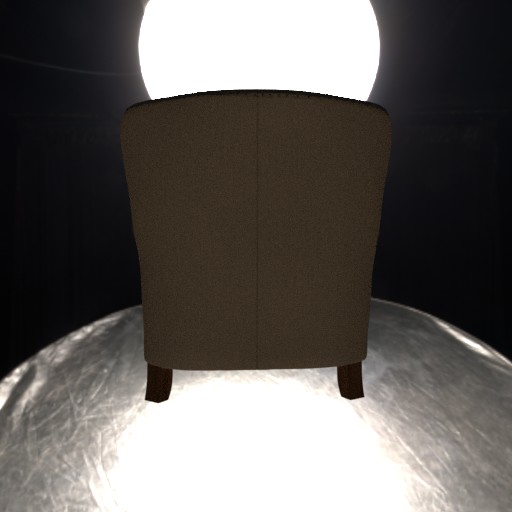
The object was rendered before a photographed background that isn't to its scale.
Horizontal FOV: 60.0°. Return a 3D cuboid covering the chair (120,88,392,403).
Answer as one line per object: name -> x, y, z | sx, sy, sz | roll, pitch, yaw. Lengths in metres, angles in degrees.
chair -> 0.000, 0.000, 1.654 | 0.861, 0.936, 0.921 | 0, -1, 0
